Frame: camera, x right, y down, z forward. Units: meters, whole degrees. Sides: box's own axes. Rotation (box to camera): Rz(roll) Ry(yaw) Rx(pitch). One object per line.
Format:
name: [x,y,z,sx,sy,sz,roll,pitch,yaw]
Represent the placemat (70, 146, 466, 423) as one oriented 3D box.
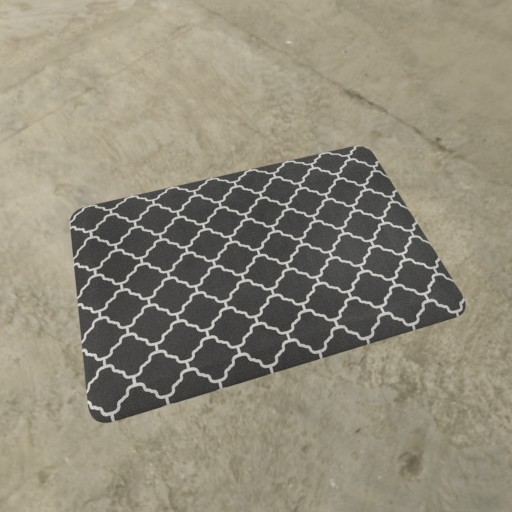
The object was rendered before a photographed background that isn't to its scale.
placemat: [0.000,0.000,0.960,0.762,0.021,0.508,-14,58,-9]
